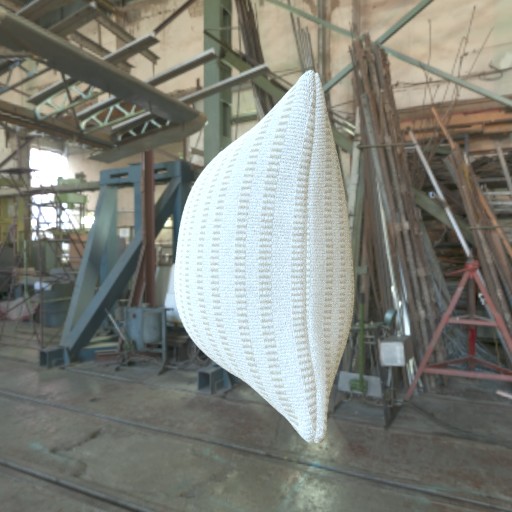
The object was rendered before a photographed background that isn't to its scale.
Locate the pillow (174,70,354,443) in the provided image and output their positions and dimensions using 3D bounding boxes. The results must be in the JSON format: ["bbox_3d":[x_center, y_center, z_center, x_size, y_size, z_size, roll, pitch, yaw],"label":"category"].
[{"bbox_3d":[0.000,0.000,0.695,0.247,0.419,0.438,0,1,-18],"label":"pillow"}]
